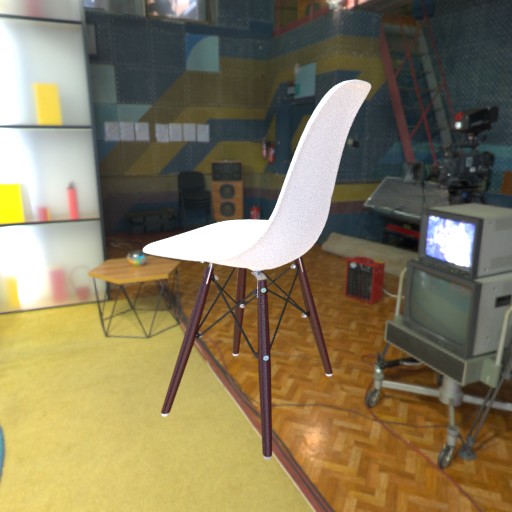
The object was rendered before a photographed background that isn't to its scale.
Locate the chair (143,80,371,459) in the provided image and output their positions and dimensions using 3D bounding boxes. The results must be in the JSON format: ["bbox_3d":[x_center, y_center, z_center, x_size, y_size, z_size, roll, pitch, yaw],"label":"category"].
[{"bbox_3d":[0.000,0.000,1.161,0.533,0.826,0.470,7,17,26],"label":"chair"}]
